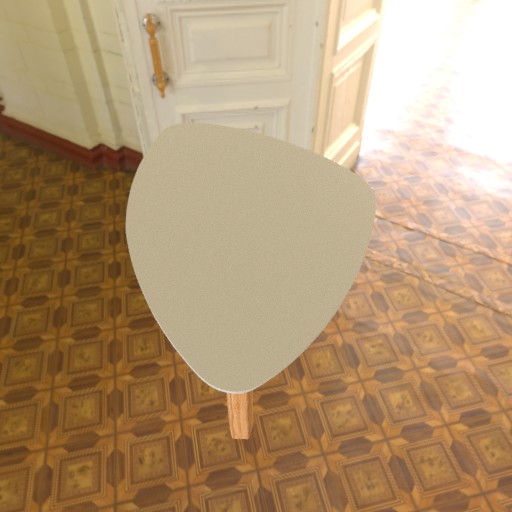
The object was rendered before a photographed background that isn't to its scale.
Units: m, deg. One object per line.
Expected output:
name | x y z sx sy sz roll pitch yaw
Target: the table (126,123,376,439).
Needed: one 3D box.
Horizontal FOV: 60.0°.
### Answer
table | 0.000 0.000 1.633 0.850 0.440 1.250 -10 47 -9
